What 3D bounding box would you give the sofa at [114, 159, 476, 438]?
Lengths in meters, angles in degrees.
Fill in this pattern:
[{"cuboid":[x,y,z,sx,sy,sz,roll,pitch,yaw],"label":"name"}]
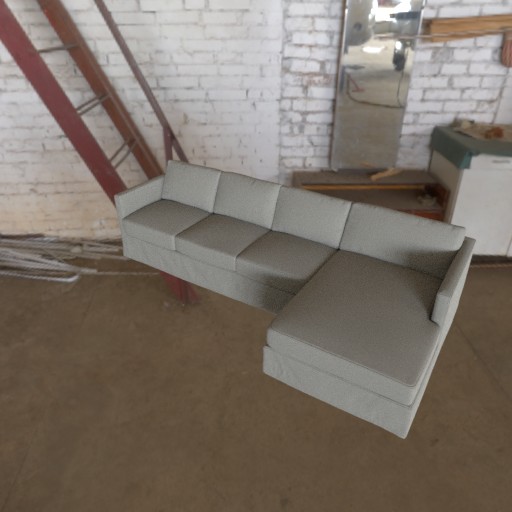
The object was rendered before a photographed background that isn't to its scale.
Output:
[{"cuboid":[0.000,0.000,3.808,3.177,0.867,1.622,18,35,28],"label":"sofa"}]
